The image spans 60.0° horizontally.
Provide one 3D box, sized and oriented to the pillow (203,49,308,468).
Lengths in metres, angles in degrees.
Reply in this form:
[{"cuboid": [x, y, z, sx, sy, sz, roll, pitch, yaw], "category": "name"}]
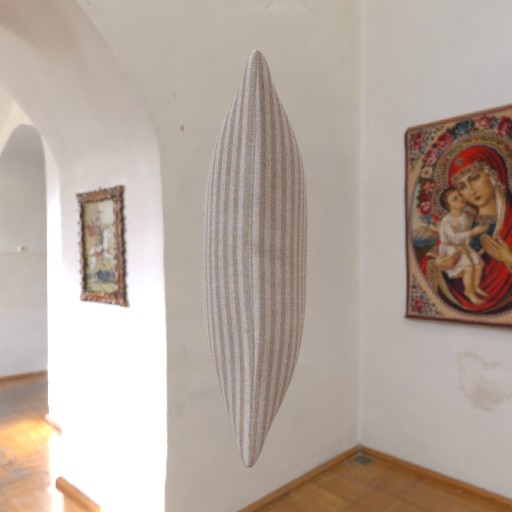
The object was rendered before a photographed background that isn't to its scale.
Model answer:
[{"cuboid": [0.000, 0.000, 0.796, 0.166, 0.510, 0.523, 0, 2, 1], "category": "pillow"}]
